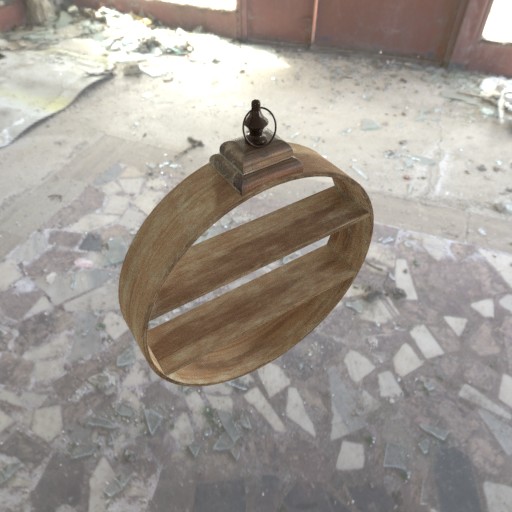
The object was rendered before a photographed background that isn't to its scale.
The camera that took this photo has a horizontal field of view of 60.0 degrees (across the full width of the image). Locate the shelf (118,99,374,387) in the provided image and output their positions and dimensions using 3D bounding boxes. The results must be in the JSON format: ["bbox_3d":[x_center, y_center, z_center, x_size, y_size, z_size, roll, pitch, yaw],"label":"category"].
[{"bbox_3d":[0.000,0.000,0.979,0.601,0.725,0.125,-25,50,-22],"label":"shelf"}]
